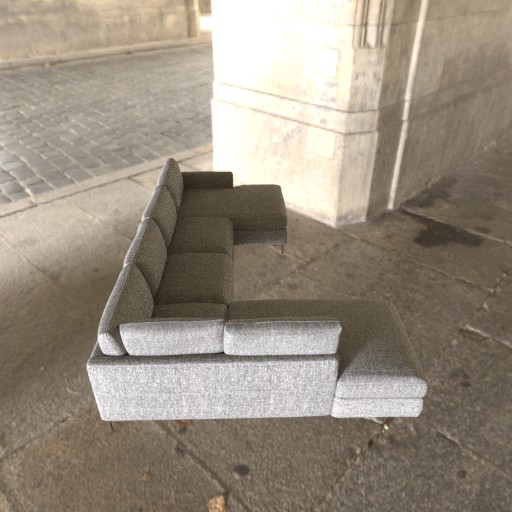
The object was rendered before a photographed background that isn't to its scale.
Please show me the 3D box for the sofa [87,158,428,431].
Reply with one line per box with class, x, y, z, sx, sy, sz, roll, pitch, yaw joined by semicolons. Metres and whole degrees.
sofa;0.000;0.000;3.570;1.879;0.756;2.737;-1;33;-1
